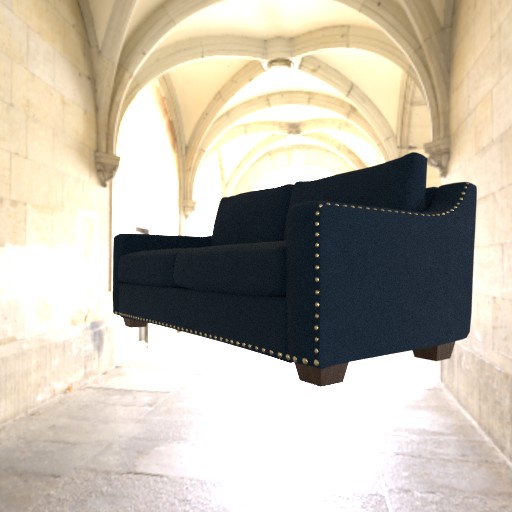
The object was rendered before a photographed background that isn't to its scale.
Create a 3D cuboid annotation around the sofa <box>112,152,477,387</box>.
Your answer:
[{"bbox_3d":[0.000,0.000,2.645,1.104,0.983,2.107,1,-2,-36],"label":"sofa"}]
